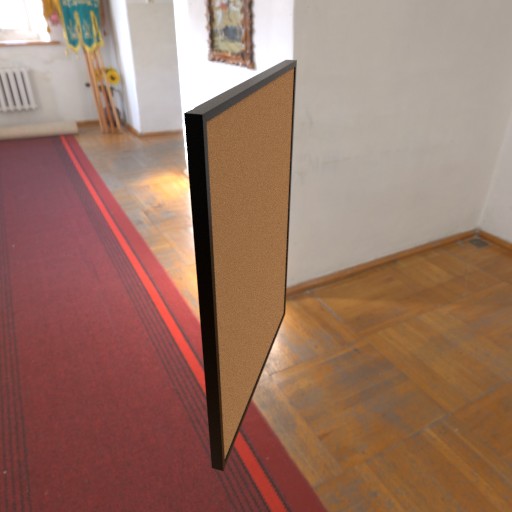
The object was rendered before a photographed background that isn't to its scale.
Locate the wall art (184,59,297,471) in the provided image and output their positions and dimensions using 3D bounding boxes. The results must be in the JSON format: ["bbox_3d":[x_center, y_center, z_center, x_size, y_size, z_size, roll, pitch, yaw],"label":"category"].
[{"bbox_3d":[0.000,0.000,1.415,0.040,1.062,0.805,9,32,14],"label":"wall art"}]
